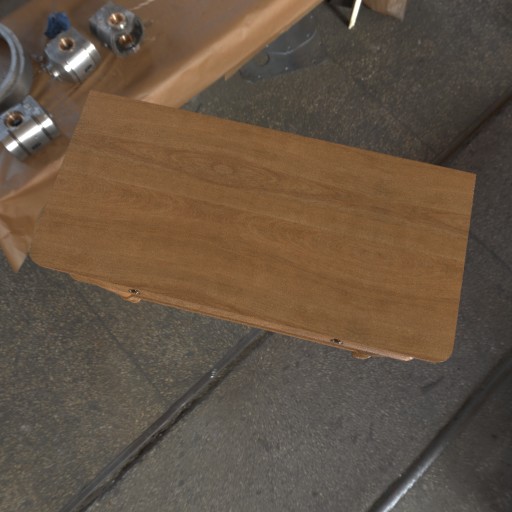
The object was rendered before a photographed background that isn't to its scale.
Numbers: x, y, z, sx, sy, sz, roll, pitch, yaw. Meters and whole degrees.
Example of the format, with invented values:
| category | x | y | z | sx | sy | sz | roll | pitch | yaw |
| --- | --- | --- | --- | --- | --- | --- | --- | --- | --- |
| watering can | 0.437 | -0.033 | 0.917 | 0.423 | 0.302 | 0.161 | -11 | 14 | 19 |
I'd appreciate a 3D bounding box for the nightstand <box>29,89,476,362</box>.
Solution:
| category | x | y | z | sx | sy | sz | roll | pitch | yaw |
| --- | --- | --- | --- | --- | --- | --- | --- | --- | --- |
| nightstand | 0.000 | 0.000 | 1.311 | 0.914 | 0.700 | 0.432 | 13 | 76 | 3 |
